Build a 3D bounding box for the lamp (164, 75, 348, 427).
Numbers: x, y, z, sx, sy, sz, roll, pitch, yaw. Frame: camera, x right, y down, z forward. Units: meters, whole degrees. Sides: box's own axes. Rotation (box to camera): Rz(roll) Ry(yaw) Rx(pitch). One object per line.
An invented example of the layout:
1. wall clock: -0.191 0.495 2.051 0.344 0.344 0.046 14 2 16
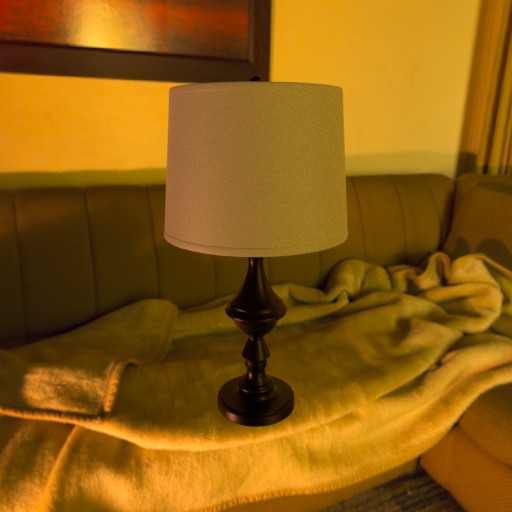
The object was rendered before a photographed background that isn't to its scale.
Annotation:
1. lamp: 0.000 0.000 0.957 0.383 0.726 0.383 0 16 0
